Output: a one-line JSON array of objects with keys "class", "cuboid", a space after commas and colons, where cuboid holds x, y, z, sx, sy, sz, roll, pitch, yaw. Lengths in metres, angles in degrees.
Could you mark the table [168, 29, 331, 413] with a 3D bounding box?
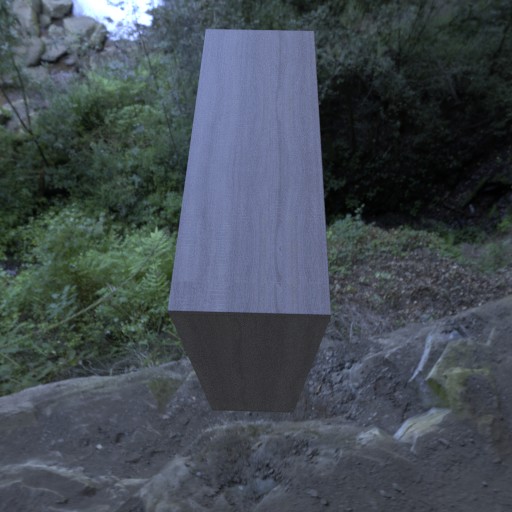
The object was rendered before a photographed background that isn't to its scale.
[{"class": "table", "cuboid": [0.000, 0.000, 1.948, 0.398, 1.388, 1.111, 1, 60, 1]}]
